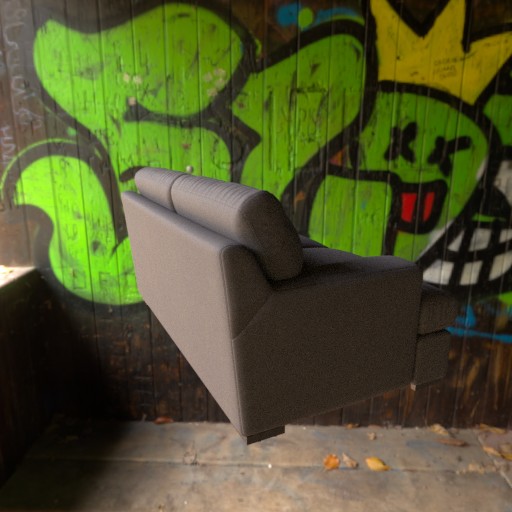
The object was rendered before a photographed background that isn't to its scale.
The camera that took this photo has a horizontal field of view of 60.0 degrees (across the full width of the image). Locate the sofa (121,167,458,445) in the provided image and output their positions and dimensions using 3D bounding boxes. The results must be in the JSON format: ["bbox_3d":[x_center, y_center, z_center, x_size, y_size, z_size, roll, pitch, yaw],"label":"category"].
[{"bbox_3d":[0.000,0.000,2.494,1.143,0.940,1.880,-7,16,-25],"label":"sofa"}]
